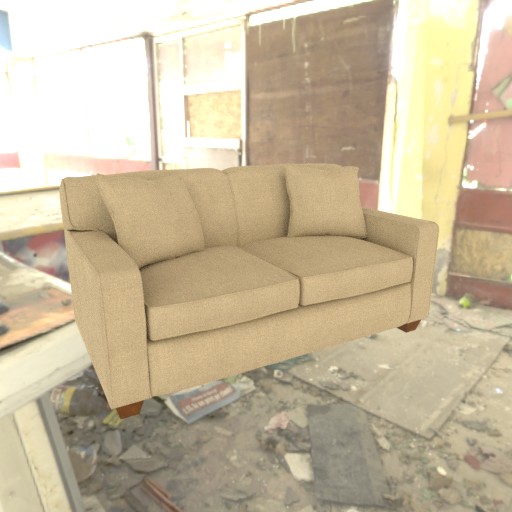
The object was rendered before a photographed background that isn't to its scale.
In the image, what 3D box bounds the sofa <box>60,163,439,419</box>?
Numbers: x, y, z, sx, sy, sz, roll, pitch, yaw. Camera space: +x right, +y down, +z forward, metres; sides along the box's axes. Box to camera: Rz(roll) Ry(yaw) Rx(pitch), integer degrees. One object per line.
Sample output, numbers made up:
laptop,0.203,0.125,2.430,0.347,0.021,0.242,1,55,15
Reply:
sofa,0.000,0.000,2.456,1.846,0.958,0.998,-9,18,-28
